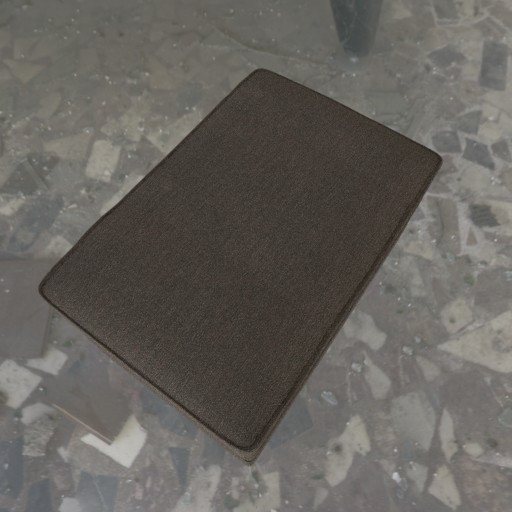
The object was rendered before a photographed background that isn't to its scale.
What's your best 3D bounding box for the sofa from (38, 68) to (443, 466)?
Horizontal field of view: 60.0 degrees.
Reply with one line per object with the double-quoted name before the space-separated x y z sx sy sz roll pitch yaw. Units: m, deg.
"sofa" 0.000 0.000 1.193 0.578 0.457 0.854 32 67 15
